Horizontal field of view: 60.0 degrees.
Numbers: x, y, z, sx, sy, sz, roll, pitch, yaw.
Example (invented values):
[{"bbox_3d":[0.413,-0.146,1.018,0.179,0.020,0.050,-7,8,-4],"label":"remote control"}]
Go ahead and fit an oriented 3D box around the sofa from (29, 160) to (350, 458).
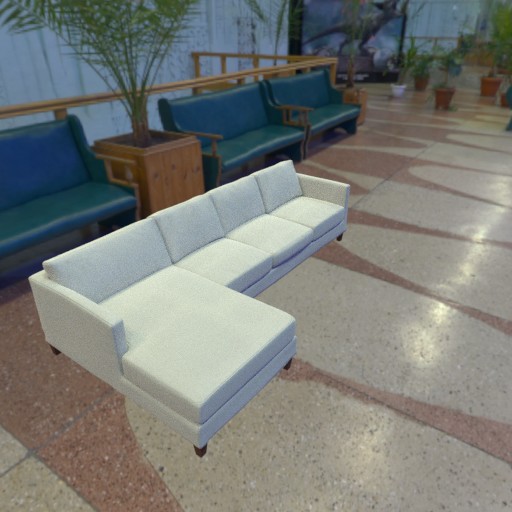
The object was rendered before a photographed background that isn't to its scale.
[{"bbox_3d":[0.000,0.000,3.900,1.625,0.861,3.186,19,34,32],"label":"sofa"}]
